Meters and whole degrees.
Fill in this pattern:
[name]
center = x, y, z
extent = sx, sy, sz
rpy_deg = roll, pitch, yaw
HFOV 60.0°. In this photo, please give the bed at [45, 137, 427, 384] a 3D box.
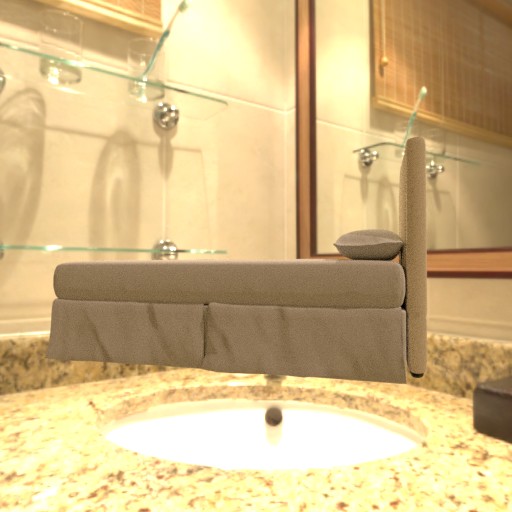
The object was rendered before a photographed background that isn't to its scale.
[bed]
center = 0.000, 0.000, 3.597
extent = 2.477, 1.437, 1.977
rpy_deg = 0, -1, 17
